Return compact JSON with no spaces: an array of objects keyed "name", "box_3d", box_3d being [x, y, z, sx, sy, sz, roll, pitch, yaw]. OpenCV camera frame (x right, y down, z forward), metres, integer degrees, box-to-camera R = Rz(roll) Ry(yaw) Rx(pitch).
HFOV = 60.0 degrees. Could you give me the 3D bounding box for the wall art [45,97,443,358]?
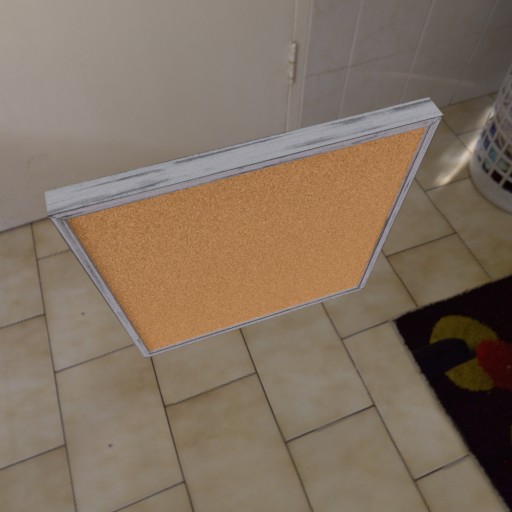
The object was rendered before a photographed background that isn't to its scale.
[{"name":"wall art","box_3d":[0.000,0.000,0.764,0.506,0.506,0.038,-16,60,-10]}]
